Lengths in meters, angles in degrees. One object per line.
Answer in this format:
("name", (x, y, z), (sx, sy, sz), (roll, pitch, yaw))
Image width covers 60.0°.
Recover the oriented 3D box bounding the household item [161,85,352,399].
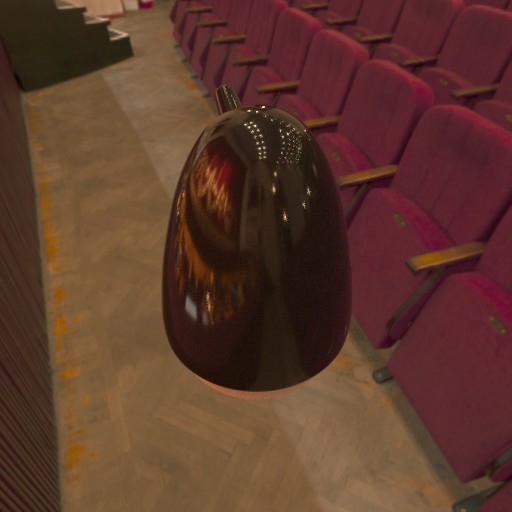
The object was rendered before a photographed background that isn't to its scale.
("household item", (0.000, 0.000, 0.221), (0.102, 0.152, 0.104), (-12, 43, -13))
